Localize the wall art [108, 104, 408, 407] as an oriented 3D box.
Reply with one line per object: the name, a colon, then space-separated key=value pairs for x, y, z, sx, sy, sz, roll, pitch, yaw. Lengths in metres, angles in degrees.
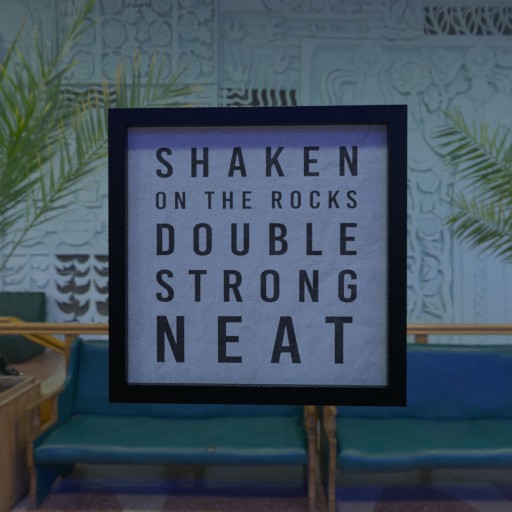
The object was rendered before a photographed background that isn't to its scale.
wall art: x=0.000 y=0.000 z=0.524 sx=0.349 sy=0.349 sz=0.014 roll=0 pitch=0 yaw=2
